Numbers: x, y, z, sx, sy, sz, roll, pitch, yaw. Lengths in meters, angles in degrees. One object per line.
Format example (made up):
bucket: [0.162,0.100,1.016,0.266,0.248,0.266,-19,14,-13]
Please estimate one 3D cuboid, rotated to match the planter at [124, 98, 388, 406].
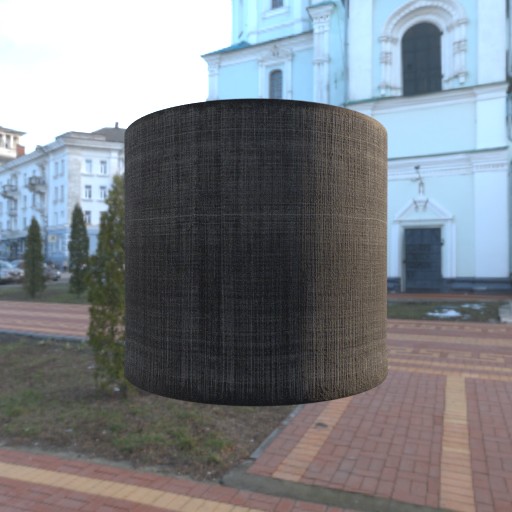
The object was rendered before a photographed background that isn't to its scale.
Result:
planter: [0.000,0.000,0.312,0.178,0.157,0.178,0,-1,0]
